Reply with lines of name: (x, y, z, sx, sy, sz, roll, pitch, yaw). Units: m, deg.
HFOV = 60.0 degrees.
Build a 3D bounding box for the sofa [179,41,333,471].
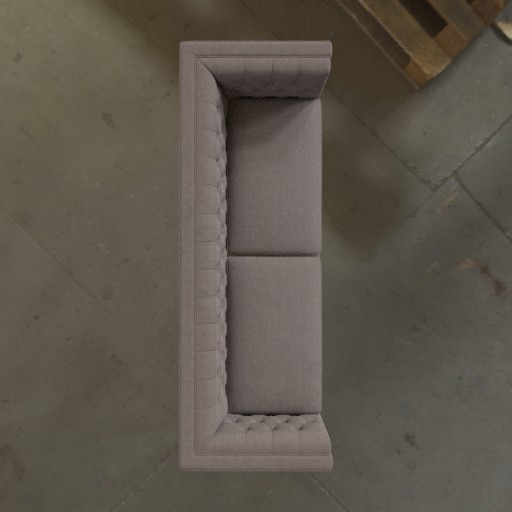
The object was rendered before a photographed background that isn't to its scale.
sofa: (0.000, 0.000, 2.593, 0.775, 0.762, 2.159, 0, 90, 0)
